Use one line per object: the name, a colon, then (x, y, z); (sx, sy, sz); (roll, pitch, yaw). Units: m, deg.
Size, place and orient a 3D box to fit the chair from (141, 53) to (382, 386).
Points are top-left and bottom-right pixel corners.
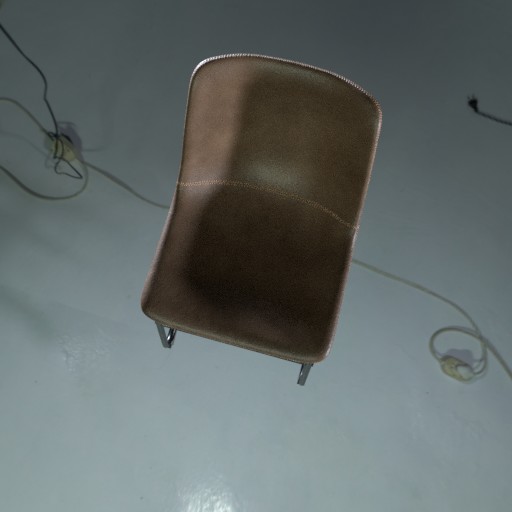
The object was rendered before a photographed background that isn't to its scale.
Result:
chair: (0.000, 0.000, 1.102); (0.460, 0.780, 0.551); (15, 76, 4)
